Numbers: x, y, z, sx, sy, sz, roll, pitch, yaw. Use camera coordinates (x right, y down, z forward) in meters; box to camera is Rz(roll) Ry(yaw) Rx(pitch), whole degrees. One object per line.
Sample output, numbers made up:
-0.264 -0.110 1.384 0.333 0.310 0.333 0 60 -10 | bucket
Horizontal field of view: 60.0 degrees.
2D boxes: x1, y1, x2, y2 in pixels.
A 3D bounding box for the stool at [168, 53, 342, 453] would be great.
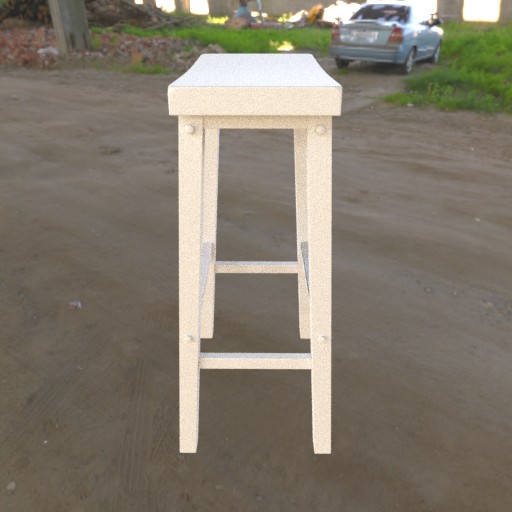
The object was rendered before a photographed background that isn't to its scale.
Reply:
0.000 0.000 0.936 0.322 0.742 0.406 0 30 0 | stool
